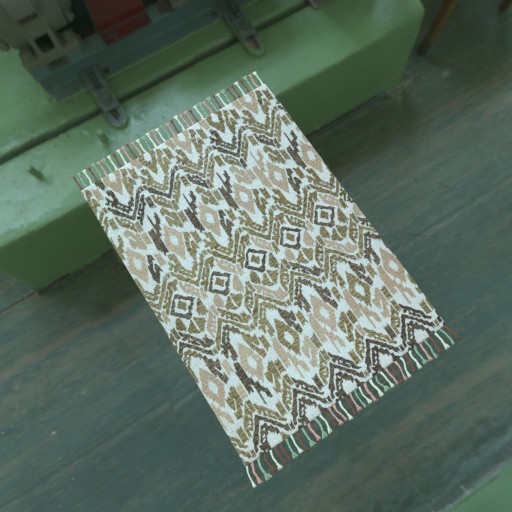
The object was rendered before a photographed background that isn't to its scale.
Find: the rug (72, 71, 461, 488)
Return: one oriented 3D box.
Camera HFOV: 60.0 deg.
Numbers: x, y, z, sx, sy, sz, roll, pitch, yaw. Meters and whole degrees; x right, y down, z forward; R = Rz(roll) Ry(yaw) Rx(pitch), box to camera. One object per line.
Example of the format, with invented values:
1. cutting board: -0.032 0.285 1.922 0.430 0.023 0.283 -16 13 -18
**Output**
1. rug: 0.000 0.000 2.277 1.219 0.008 1.829 -33 79 -7
